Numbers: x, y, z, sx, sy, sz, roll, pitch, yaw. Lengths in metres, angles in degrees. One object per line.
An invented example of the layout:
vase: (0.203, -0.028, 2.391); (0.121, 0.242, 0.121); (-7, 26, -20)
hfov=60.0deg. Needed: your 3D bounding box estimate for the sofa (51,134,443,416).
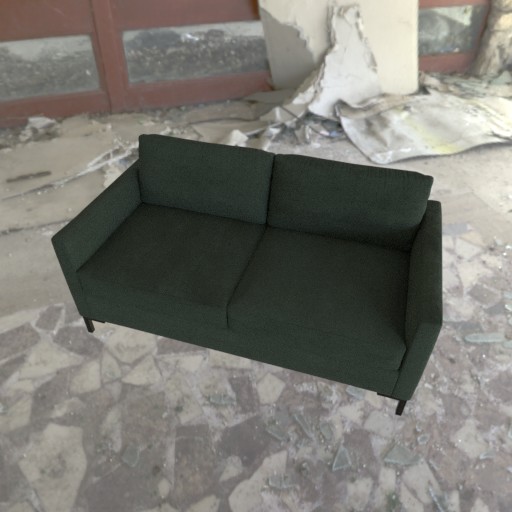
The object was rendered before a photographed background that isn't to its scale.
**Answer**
sofa: (0.000, 0.000, 2.190); (1.676, 0.817, 0.875); (11, 41, 13)
